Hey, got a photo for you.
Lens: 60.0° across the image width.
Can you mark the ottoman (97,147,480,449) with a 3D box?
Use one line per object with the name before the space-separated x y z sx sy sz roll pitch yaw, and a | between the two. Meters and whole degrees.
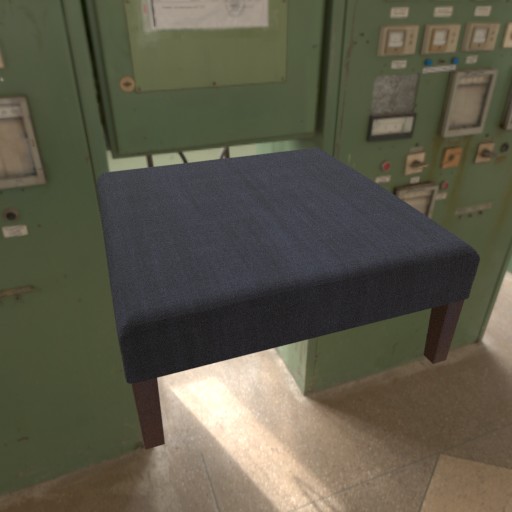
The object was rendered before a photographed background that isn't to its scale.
ottoman | 0.000 0.000 1.415 0.889 0.411 0.890 -11 33 -17
